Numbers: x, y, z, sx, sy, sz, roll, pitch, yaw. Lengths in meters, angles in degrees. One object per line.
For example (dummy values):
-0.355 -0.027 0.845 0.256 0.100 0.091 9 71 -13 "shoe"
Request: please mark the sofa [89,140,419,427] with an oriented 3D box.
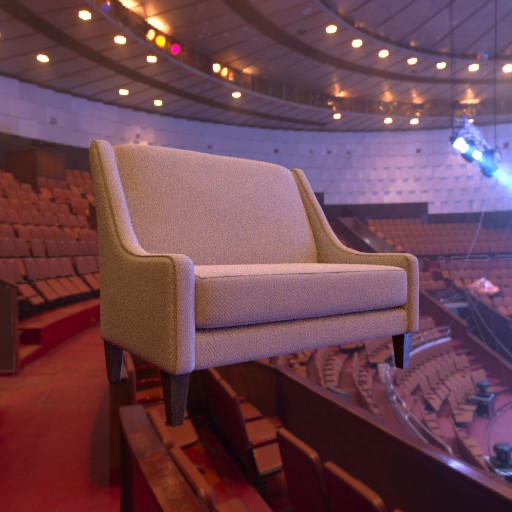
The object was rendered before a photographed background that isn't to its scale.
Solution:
0.000 0.000 1.976 1.242 1.022 0.870 0 1 -36 "sofa"
